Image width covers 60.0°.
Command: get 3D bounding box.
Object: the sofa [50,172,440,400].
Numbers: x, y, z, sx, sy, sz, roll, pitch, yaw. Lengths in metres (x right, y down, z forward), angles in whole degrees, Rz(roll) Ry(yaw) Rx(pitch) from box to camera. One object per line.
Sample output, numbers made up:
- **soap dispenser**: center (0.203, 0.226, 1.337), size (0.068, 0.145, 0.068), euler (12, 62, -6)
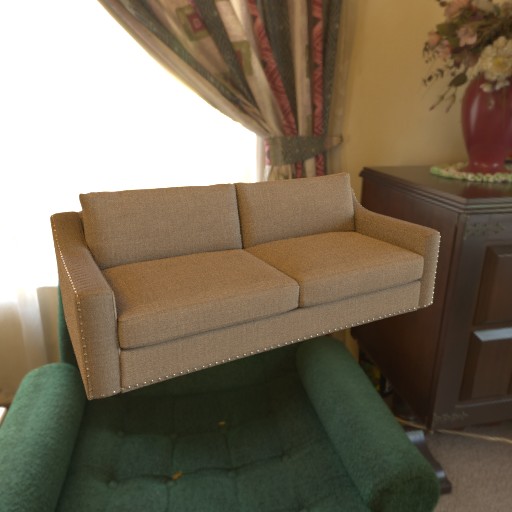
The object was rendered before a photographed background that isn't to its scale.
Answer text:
- **sofa**: center (0.000, 0.000, 2.754), size (2.208, 0.857, 1.000), euler (-9, 20, -27)
